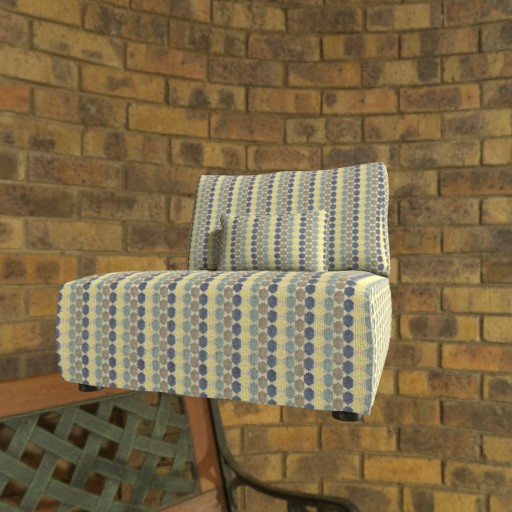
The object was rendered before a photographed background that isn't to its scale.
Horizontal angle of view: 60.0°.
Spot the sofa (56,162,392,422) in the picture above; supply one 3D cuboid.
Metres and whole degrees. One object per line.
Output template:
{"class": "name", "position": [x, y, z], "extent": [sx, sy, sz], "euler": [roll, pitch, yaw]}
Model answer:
{"class": "sofa", "position": [0.000, 0.000, 1.656], "extent": [0.930, 0.830, 1.000], "euler": [0, -1, 19]}
